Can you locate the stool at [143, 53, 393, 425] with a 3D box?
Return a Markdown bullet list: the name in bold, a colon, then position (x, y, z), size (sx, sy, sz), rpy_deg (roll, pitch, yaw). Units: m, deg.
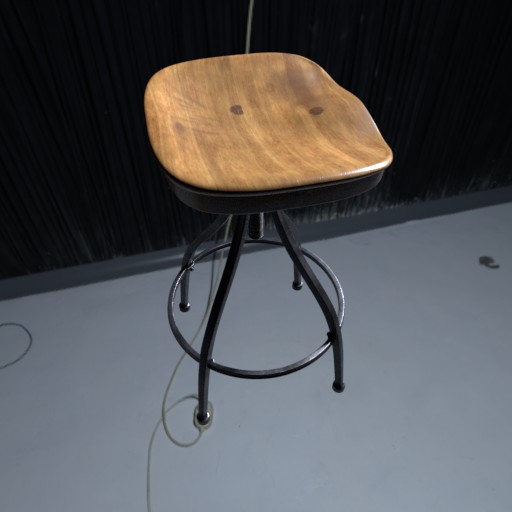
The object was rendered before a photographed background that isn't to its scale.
- **stool**: position (0.000, 0.000, 0.962), size (0.424, 0.694, 0.432), rpy_deg (-10, 46, -10)
